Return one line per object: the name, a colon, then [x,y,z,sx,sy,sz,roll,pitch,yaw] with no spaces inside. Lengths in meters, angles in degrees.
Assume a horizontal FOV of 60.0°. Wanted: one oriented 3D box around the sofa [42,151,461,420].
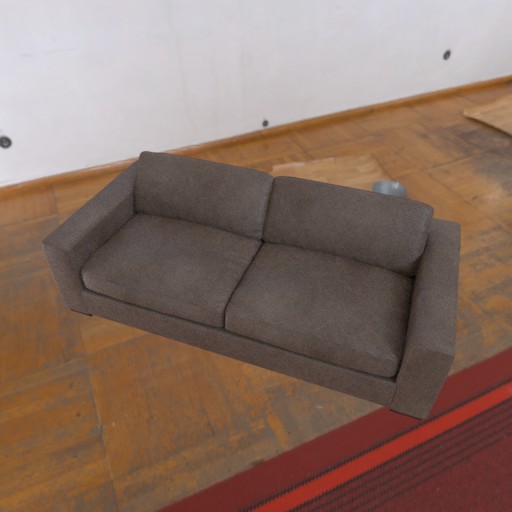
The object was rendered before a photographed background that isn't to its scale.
sofa: [0.000,0.000,2.697,2.262,0.801,1.070,14,43,15]
